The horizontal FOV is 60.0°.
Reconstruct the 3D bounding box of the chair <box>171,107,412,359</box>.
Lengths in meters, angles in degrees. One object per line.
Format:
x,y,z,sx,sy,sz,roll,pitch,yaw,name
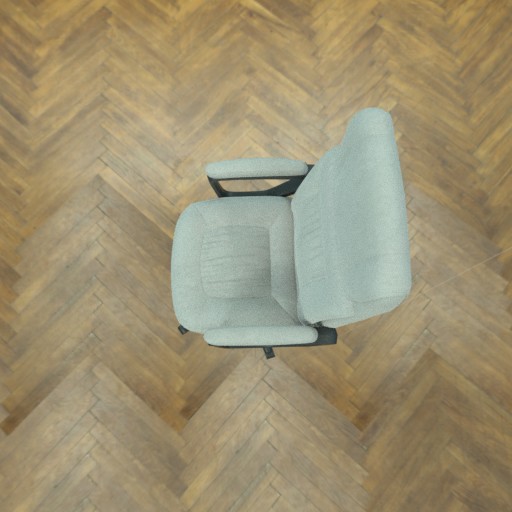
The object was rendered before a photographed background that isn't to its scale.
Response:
0.000,0.000,1.556,0.724,1.105,0.667,-1,74,0,chair
